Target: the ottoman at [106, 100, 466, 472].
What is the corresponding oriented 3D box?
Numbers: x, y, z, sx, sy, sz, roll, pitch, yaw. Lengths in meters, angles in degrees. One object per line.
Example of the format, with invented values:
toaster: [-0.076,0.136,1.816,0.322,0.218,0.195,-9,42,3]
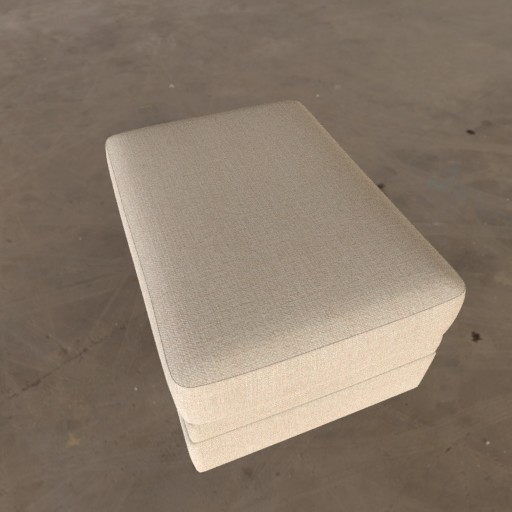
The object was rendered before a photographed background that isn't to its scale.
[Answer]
ottoman: [0.000,0.000,1.223,0.637,0.478,0.885,-16,49,-14]
